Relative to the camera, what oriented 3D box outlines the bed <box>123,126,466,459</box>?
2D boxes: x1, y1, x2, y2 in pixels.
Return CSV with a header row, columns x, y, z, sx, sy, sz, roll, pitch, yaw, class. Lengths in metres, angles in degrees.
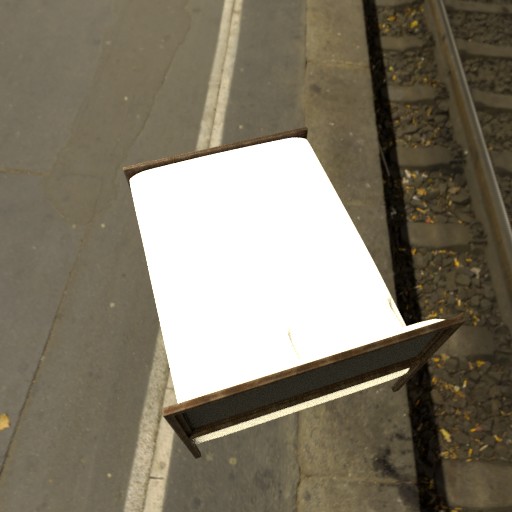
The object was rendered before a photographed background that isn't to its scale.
x,y,z,sx,sy,sz,roll,pitch,yaw,class
0.000,0.000,3.309,1.607,1.313,2.221,-15,59,-9,bed
